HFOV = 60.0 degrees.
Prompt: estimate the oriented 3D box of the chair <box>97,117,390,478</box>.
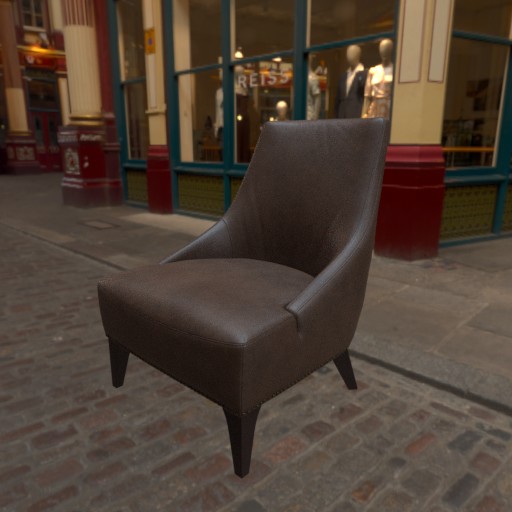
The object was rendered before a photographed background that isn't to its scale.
[{"bbox_3d":[0.000,0.000,1.503,0.701,0.909,0.861,14,20,41],"label":"chair"}]
